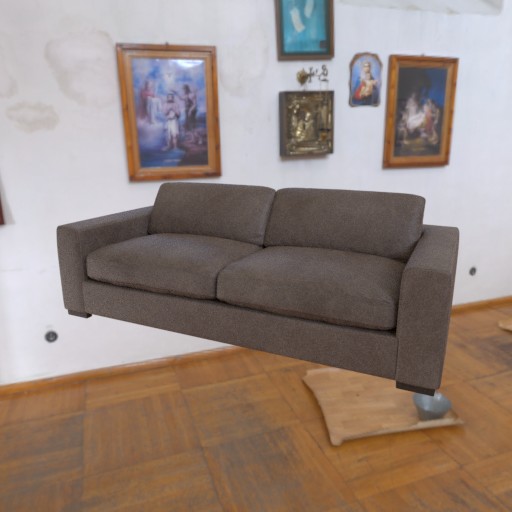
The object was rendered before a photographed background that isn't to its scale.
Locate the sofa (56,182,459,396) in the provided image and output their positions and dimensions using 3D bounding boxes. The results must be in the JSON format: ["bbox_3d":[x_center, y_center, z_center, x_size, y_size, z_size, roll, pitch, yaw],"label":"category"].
[{"bbox_3d":[0.000,0.000,2.745,2.262,0.801,1.070,7,16,24],"label":"sofa"}]
